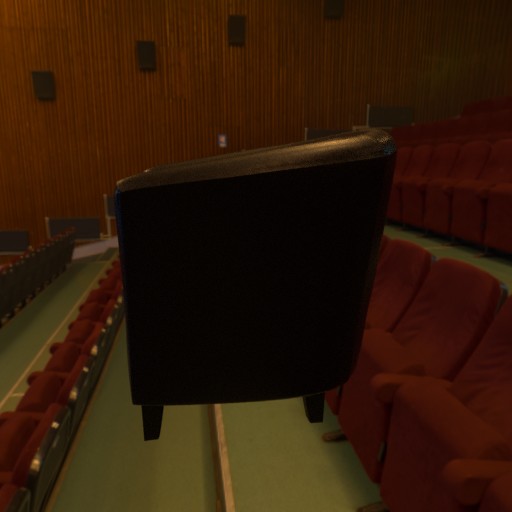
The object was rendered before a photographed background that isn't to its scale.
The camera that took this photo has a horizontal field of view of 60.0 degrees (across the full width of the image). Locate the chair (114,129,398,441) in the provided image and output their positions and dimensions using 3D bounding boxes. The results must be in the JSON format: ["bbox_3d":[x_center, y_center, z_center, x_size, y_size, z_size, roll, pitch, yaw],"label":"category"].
[{"bbox_3d":[0.000,0.000,1.367,0.727,0.756,0.793,-2,13,-9],"label":"chair"}]
